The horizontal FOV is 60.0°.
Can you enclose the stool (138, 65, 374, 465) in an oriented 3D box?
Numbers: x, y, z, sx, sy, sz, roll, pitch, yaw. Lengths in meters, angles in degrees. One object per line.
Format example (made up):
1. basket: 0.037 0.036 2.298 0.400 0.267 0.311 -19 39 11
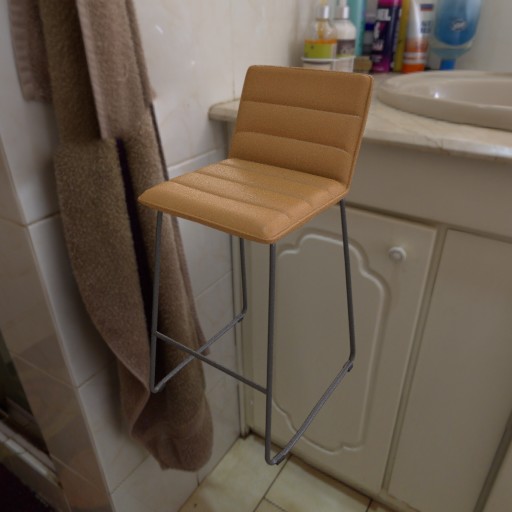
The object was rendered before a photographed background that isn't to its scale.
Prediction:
1. stool: 0.000 0.000 1.248 0.489 0.936 0.524 19 35 30
